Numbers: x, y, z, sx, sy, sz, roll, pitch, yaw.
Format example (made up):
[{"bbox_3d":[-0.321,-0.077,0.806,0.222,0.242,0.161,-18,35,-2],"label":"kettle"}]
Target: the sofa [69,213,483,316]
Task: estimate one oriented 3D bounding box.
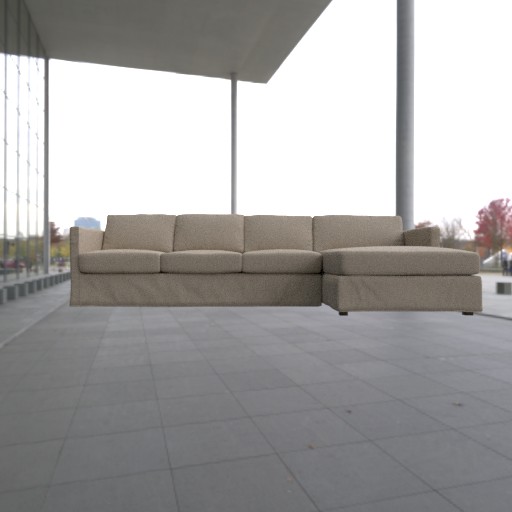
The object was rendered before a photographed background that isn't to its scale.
[{"bbox_3d":[0.000,0.000,3.889,3.177,0.867,1.622,0,0,-1],"label":"sofa"}]
